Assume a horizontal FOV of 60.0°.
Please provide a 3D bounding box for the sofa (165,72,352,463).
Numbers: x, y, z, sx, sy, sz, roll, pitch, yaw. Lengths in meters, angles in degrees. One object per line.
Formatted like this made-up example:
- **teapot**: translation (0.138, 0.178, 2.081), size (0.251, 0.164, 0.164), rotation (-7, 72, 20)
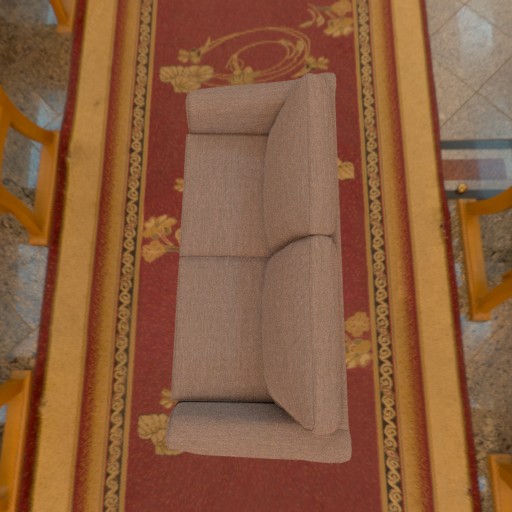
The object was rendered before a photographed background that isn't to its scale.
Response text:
- **sofa**: translation (0.000, 0.000, 2.747), size (0.980, 0.965, 2.270), rotation (1, 75, 0)
